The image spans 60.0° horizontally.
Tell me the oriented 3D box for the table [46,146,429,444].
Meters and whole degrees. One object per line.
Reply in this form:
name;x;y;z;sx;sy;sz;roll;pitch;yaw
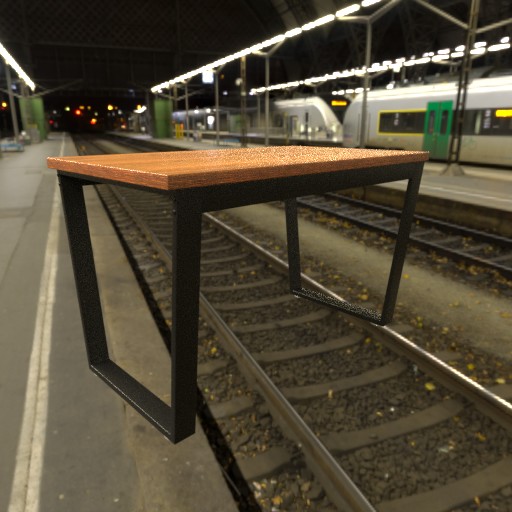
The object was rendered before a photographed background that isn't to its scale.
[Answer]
table;0.000;0.000;1.700;1.205;0.760;0.714;-15;22;-41
